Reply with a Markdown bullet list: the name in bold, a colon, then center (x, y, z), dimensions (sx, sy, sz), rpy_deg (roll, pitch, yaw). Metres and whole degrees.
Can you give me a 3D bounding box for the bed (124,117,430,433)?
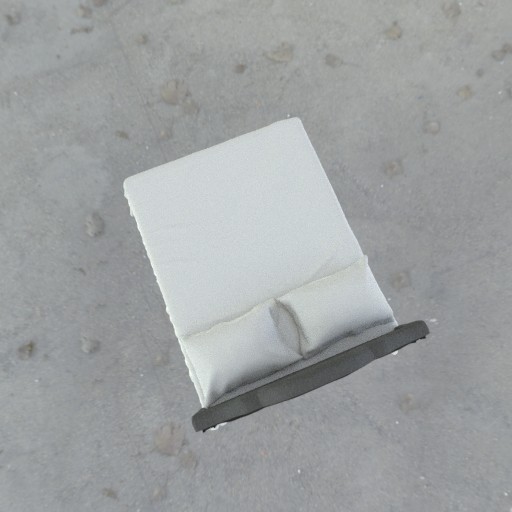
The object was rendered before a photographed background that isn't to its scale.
- **bed**: center (0.000, 0.000, 3.356), dimensions (1.780, 1.634, 2.222), rpy_deg (-21, 77, -5)
